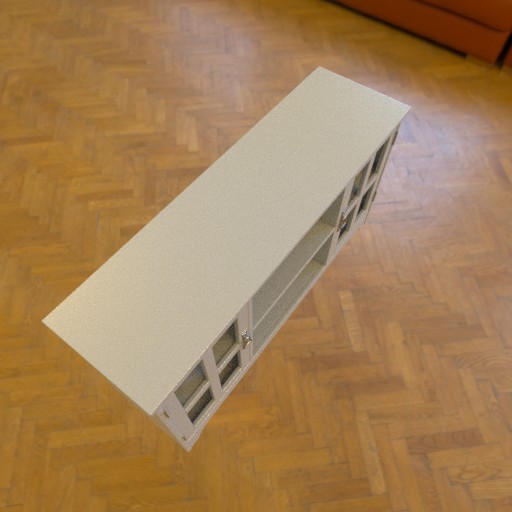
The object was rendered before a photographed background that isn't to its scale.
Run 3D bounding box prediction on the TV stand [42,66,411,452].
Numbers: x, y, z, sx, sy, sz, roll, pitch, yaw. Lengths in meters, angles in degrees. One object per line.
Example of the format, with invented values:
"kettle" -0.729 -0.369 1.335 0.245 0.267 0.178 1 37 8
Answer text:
"TV stand" 0.000 0.000 1.455 0.344 0.603 1.167 33 64 19
